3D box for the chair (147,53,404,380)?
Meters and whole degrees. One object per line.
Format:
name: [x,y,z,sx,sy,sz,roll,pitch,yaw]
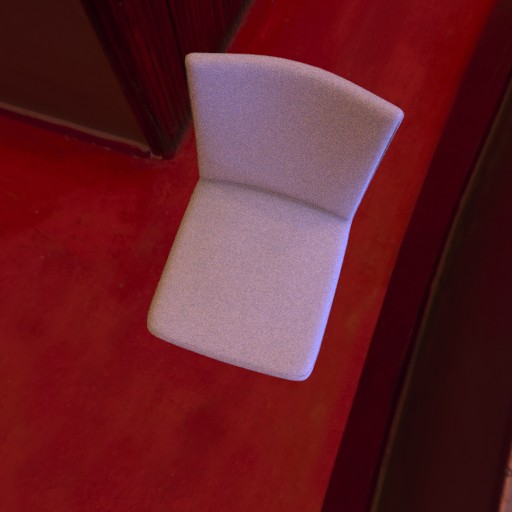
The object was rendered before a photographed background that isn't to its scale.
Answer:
chair: [0.000,0.000,1.176,0.456,0.859,0.570,17,76,4]
